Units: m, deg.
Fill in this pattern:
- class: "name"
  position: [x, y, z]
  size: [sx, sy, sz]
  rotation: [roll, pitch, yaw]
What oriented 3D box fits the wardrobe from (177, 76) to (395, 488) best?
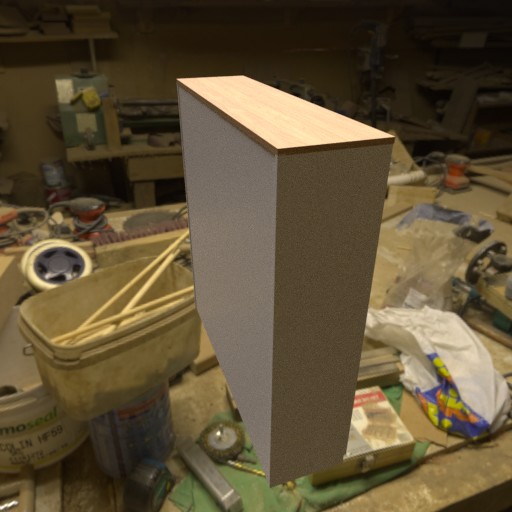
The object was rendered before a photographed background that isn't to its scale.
- class: "wardrobe"
  position: [0.000, 0.000, 3.343]
  size: [0.590, 2.260, 2.160]
  rotation: [-10, 31, -17]
